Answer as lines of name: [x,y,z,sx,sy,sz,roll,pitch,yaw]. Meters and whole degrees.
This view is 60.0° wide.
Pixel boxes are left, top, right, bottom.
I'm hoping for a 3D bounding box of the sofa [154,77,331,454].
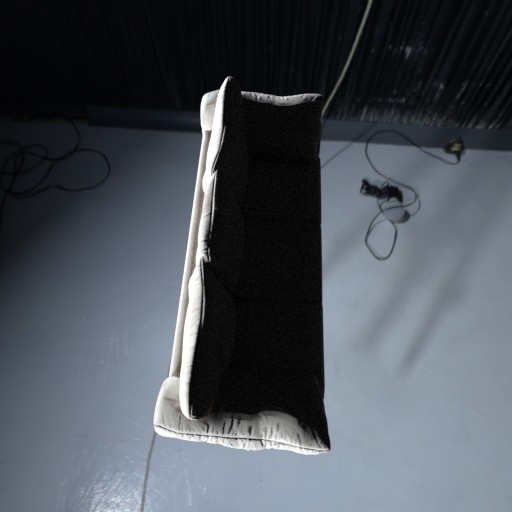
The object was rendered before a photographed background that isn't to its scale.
sofa: [0.000,0.000,2.857,0.878,0.996,2.334,3,63,1]
